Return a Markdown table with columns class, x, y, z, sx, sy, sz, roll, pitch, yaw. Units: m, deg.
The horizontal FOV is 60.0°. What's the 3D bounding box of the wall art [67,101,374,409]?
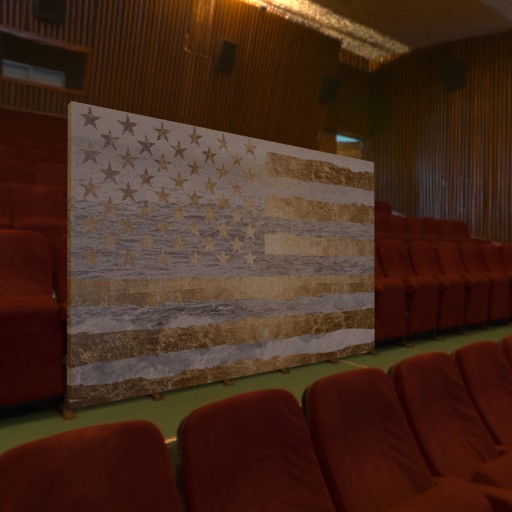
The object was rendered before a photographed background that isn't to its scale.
| class | x | y | z | sx | sy | sz | roll | pitch | yaw |
| --- | --- | --- | --- | --- | --- | --- | --- | --- | --- |
| wall art | 0.000 | 0.000 | 1.166 | 0.932 | 0.610 | 0.027 | 0 | -1 | -37 |
